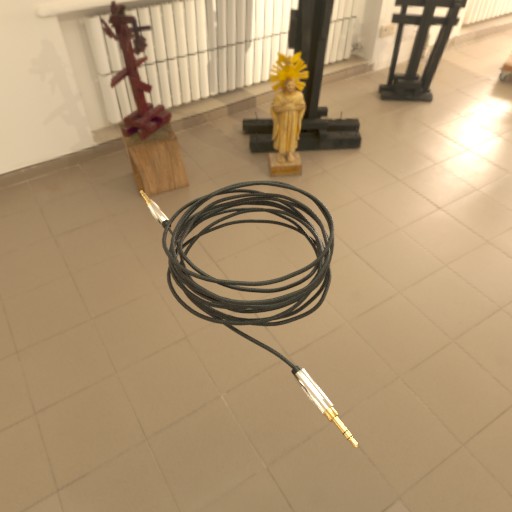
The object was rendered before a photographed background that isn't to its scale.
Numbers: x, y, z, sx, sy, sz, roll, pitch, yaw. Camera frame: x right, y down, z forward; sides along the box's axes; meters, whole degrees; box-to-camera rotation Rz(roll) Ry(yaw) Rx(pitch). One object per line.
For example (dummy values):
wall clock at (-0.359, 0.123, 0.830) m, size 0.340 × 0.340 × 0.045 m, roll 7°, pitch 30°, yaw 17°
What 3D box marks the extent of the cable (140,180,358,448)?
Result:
cable at (0.000, 0.000, 0.498) m, size 0.198 × 0.069 × 0.432 m, roll -25°, pitch 51°, yaw -22°
